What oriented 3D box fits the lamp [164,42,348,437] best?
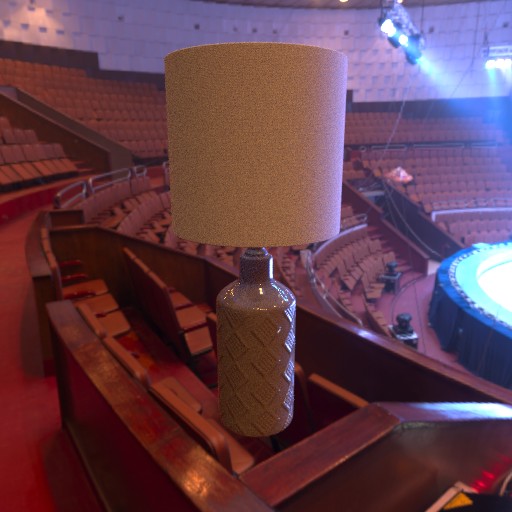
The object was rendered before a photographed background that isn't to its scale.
[{"bbox_3d":[0.000,0.000,0.566,0.207,0.461,0.207,14,20,43],"label":"lamp"}]
